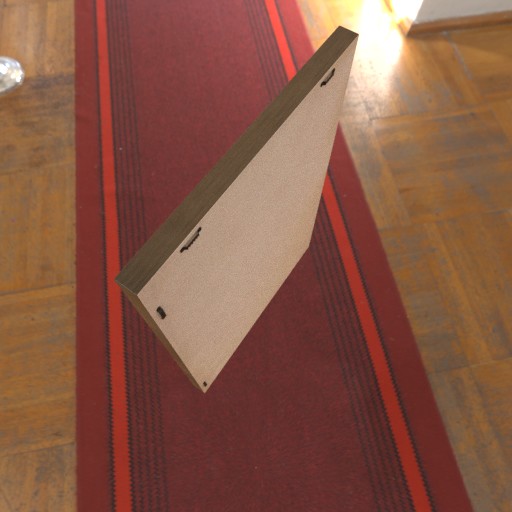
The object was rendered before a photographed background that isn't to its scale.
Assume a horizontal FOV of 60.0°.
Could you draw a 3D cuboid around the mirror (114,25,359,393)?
[{"bbox_3d":[0.000,0.000,0.901,0.040,0.710,0.507,32,69,14],"label":"mirror"}]
